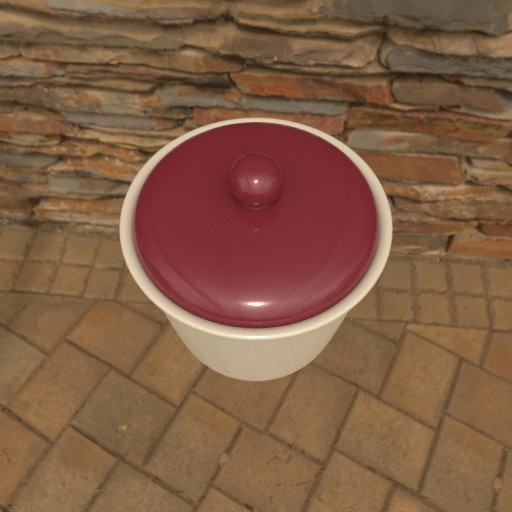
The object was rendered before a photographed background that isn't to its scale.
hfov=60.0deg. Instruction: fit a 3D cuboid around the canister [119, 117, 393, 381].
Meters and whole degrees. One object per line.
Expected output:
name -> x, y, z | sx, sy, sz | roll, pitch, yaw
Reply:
canister -> 0.000, 0.000, 0.348 | 0.182, 0.208, 0.182 | 0, 59, 0
